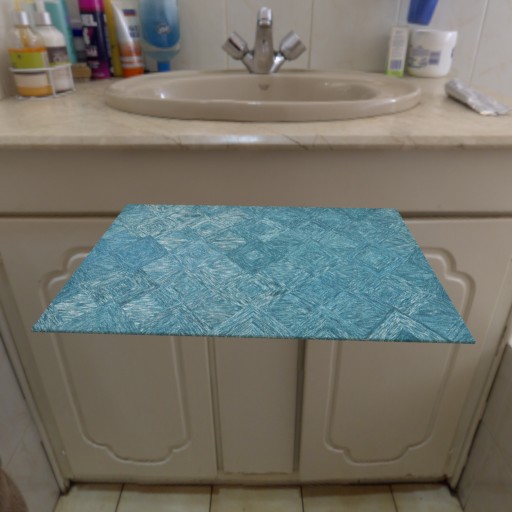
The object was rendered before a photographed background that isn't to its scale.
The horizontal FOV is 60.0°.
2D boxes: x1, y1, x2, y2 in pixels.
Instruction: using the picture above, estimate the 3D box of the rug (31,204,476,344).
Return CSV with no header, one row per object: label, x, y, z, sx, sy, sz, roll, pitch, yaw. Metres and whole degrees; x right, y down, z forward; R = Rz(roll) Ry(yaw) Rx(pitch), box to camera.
rug,0.000,0.000,4.246,3.217,0.027,2.405,1,29,2
